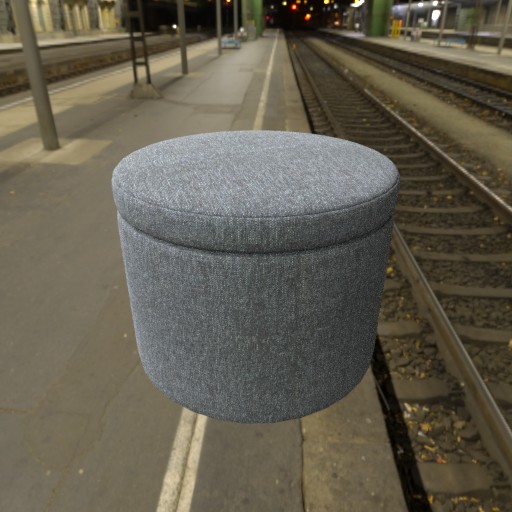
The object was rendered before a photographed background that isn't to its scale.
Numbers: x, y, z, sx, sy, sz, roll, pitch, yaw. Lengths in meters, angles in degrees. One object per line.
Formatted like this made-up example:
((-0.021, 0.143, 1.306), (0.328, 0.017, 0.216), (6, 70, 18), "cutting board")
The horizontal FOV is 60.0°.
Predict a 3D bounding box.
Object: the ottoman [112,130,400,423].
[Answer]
((0.000, 0.000, 0.880), (0.500, 0.419, 0.500), (0, 28, 0), "ottoman")
